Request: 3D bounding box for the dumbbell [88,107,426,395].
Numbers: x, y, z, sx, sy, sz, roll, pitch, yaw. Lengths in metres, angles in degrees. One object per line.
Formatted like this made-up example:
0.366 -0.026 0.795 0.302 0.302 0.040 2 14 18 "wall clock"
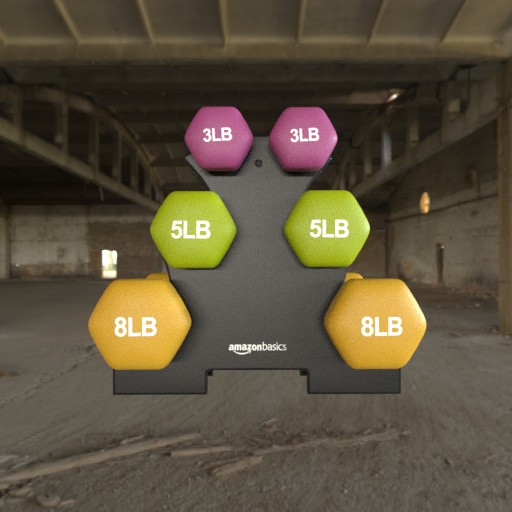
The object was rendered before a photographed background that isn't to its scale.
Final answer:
0.000 0.000 0.471 0.300 0.271 0.190 0 0 -1 "dumbbell"
